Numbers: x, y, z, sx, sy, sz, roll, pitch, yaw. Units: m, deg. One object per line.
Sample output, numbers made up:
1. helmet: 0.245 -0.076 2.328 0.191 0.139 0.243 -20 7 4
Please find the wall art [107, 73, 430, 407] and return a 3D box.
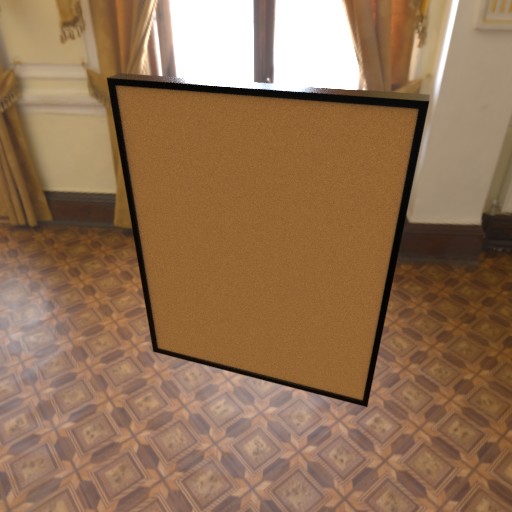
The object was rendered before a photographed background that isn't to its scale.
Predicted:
1. wall art: 0.000 0.000 0.755 0.451 0.553 0.039 10 34 16
